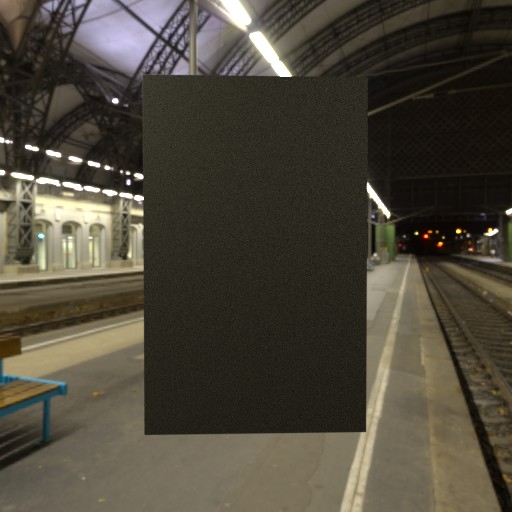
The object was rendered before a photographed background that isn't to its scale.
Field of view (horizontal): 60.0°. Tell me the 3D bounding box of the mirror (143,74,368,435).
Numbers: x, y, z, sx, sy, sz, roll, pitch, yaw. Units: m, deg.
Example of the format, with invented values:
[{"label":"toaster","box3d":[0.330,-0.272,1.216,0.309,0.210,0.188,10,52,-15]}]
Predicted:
[{"label":"mirror","box3d":[0.000,0.000,1.528,0.762,1.219,0.038,0,1,-2]}]
